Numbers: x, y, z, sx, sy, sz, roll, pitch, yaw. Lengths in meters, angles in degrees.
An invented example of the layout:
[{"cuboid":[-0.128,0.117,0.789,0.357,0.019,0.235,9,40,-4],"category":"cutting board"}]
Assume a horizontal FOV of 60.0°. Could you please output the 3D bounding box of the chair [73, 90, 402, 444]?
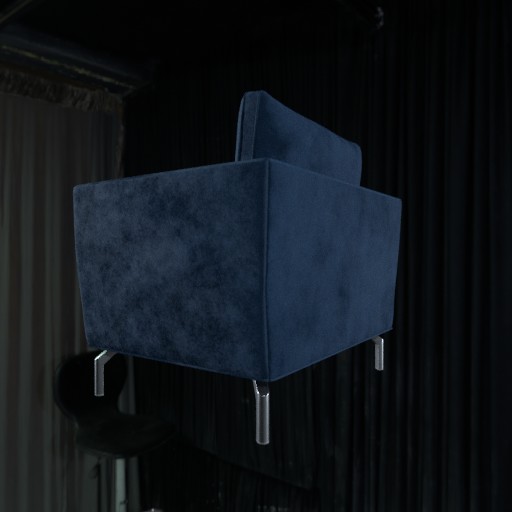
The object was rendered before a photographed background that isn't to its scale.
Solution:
[{"cuboid":[0.000,0.000,1.572,0.746,0.893,0.977,0,1,35],"category":"chair"}]
